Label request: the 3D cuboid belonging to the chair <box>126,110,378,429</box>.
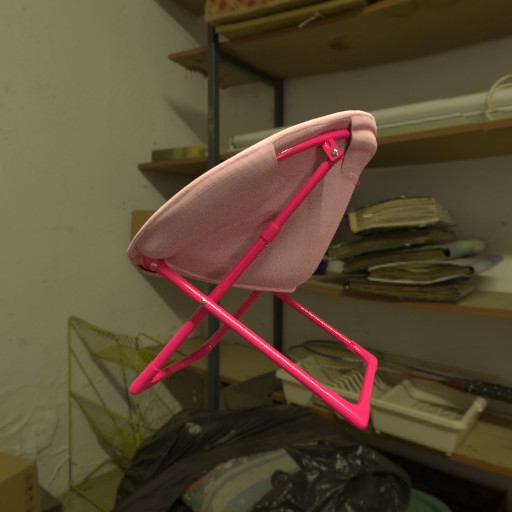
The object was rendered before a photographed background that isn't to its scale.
[{"bbox_3d":[0.000,0.000,0.876,0.459,0.494,0.522,0,1,18],"label":"chair"}]
